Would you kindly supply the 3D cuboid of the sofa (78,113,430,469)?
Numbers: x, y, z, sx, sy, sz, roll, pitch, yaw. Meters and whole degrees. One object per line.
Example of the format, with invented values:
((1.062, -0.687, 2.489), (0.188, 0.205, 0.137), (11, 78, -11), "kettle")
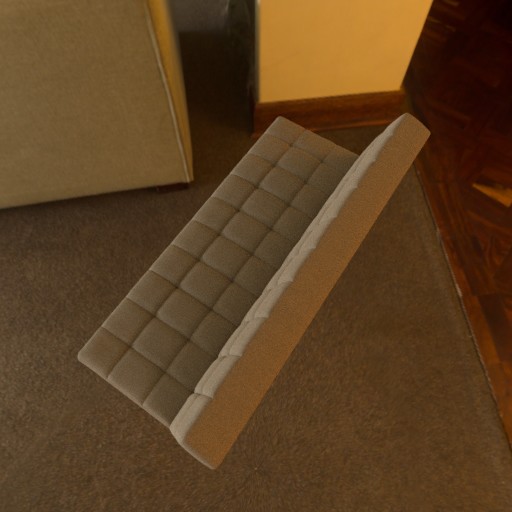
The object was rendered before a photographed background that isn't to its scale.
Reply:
((0.000, 0.000, 2.244), (0.860, 0.810, 1.800), (31, 68, 14), "sofa")
